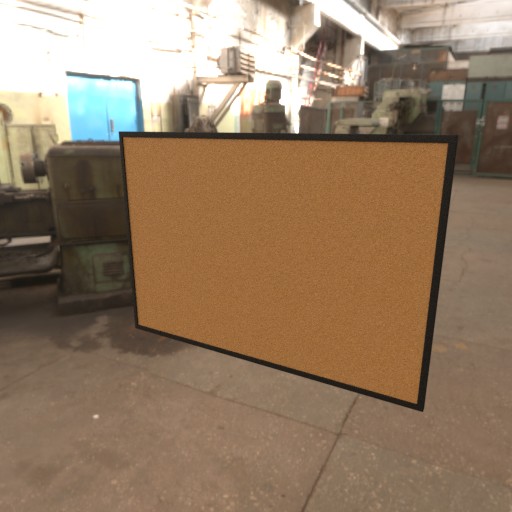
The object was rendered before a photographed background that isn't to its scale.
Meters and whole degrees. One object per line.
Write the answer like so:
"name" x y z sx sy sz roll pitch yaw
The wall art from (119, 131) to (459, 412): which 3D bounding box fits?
"wall art" 0.000 0.000 0.856 0.664 0.458 0.013 9 19 28
